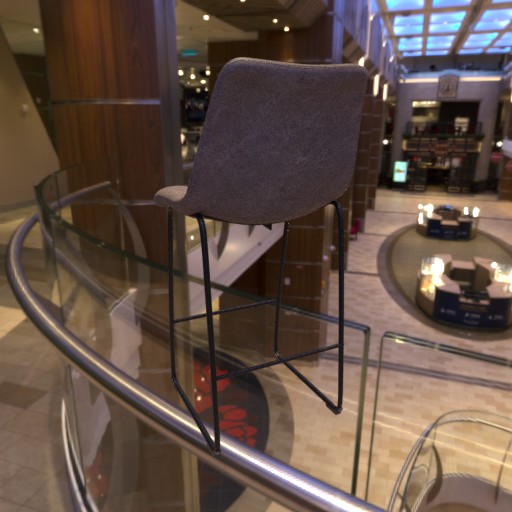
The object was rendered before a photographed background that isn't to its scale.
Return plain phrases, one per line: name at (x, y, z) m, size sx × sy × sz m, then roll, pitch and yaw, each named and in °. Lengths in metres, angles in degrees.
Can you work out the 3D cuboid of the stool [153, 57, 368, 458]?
stool at (0.000, 0.000, 1.397) m, size 0.514 × 1.082 × 0.561 m, roll -9°, pitch 19°, yaw -26°
